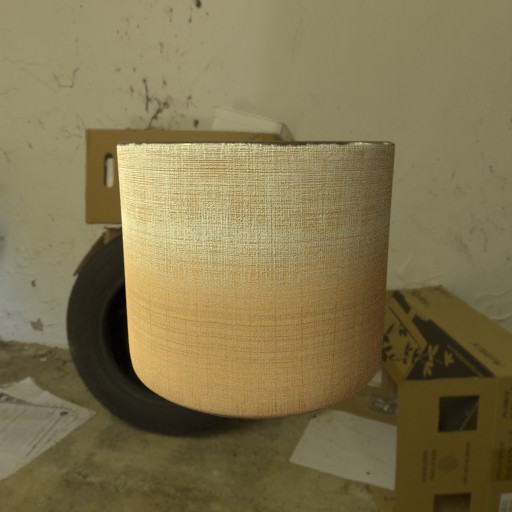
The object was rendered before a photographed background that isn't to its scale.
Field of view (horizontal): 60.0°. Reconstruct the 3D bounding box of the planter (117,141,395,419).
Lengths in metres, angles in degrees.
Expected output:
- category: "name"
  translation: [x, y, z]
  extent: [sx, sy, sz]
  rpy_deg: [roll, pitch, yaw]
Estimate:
- category: "planter"
  translation: [0.000, 0.000, 0.441]
  extent: [0.254, 0.221, 0.254]
  rpy_deg: [0, 14, 0]
